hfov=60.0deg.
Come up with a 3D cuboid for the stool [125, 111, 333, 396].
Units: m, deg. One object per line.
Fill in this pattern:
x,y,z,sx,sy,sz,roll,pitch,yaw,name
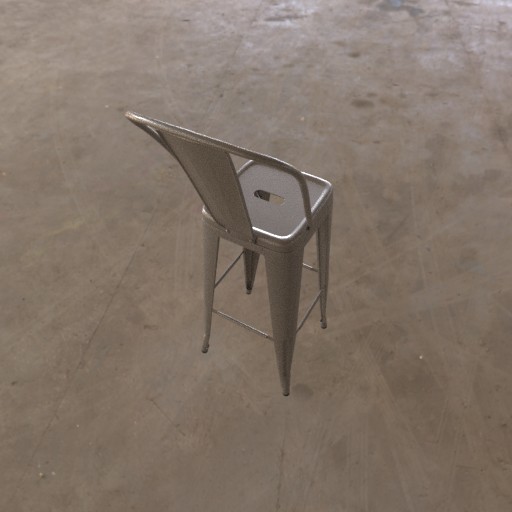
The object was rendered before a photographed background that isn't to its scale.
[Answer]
0.000,0.000,1.321,0.399,1.096,0.513,23,51,20,stool
